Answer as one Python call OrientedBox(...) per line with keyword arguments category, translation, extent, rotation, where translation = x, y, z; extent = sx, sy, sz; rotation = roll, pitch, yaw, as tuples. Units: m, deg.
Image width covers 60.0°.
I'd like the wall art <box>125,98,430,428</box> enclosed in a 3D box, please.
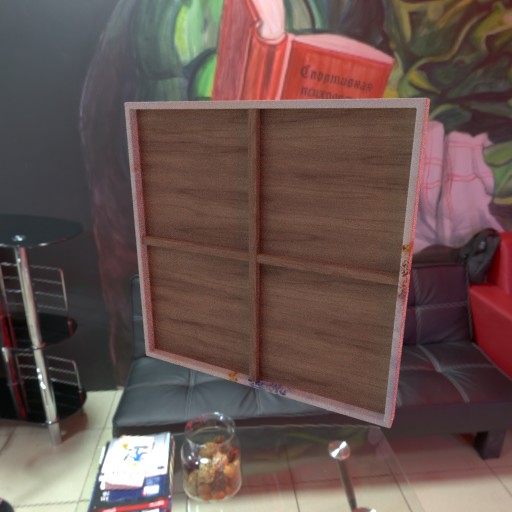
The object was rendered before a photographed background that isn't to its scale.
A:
OrientedBox(category="wall art", translation=(0.000, 0.000, 1.604), extent=(1.061, 1.061, 0.071), rotation=(9, 20, 26))
